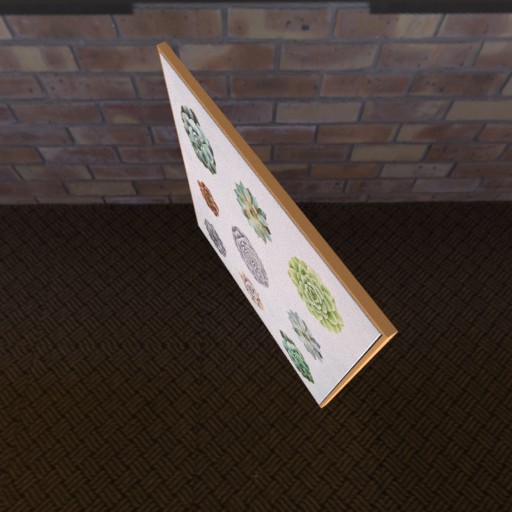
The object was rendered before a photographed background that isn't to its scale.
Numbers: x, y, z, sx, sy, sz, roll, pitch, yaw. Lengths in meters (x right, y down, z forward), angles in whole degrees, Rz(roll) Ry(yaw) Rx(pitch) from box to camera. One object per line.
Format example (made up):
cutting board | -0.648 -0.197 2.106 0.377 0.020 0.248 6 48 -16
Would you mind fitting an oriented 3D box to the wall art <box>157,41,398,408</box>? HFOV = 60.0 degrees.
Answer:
wall art | 0.000 0.000 0.688 0.013 0.455 0.457 -30 67 -14
